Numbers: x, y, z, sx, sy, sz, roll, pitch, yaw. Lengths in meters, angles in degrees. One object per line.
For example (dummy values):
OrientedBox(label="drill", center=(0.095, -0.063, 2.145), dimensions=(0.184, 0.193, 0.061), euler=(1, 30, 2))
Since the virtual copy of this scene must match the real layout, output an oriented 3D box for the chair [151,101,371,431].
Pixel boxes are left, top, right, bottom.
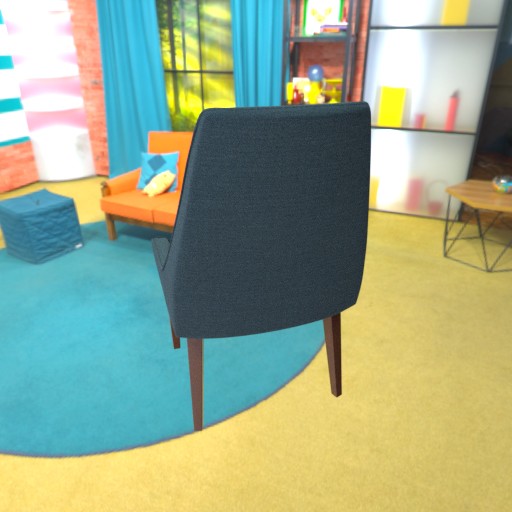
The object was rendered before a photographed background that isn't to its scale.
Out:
OrientedBox(label="chair", center=(0.000, 0.000, 1.237), dimensions=(0.529, 0.861, 0.544), euler=(-8, 27, -16))
